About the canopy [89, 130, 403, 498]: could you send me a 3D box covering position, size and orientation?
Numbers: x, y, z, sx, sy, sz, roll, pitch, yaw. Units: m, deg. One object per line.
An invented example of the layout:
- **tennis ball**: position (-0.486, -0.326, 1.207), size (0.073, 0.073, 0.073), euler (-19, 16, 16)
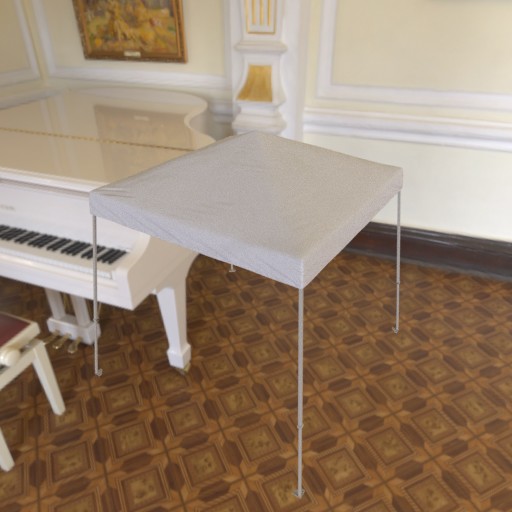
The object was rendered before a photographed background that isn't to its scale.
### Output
- **canopy**: position (0.000, 0.000, 6.375), size (3.600, 3.600, 3.599), euler (19, 35, 28)
